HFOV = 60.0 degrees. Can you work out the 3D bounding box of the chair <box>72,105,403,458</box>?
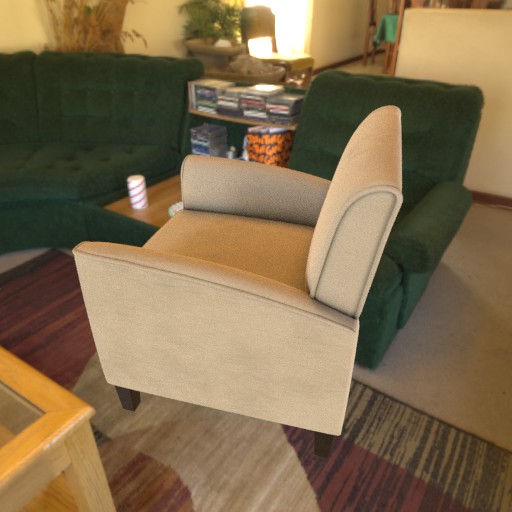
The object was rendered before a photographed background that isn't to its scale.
[{"bbox_3d":[0.000,0.000,1.511,0.821,0.915,0.820,8,33,13],"label":"chair"}]
